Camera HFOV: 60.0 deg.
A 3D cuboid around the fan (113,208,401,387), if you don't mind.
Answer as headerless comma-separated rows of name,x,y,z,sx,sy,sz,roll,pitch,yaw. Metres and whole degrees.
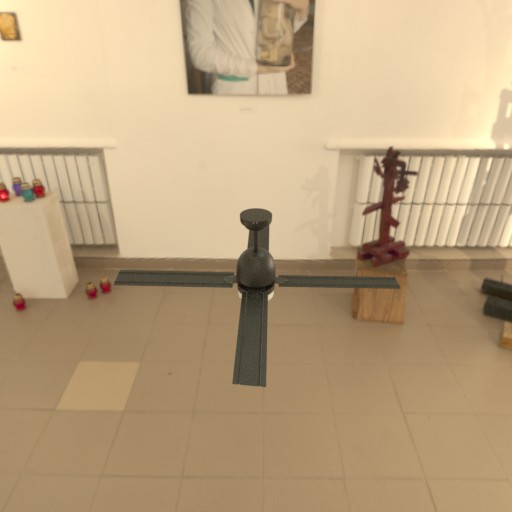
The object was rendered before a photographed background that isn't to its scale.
fan,0.000,0.000,2.012,1.319,0.410,1.319,0,30,0
